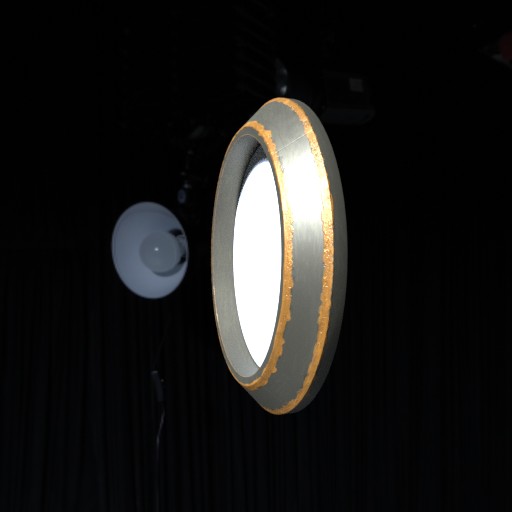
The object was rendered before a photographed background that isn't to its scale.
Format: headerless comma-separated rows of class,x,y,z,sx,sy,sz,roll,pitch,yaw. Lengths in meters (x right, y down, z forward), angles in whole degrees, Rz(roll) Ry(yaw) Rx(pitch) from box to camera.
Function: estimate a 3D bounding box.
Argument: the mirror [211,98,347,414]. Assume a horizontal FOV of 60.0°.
mirror,0.000,0.000,1.335,0.111,0.907,0.907,0,-1,-18
